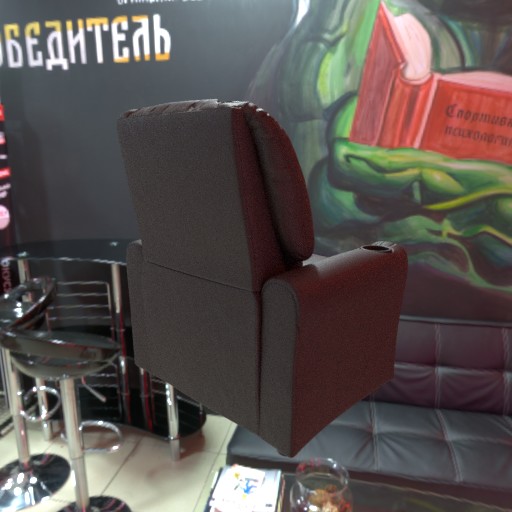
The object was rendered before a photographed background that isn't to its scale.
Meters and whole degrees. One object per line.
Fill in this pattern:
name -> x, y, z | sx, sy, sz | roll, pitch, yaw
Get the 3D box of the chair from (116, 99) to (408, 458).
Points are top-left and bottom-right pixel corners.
chair -> 0.000, 0.000, 1.118 | 0.610, 0.709, 0.521 | 12, 18, 42
